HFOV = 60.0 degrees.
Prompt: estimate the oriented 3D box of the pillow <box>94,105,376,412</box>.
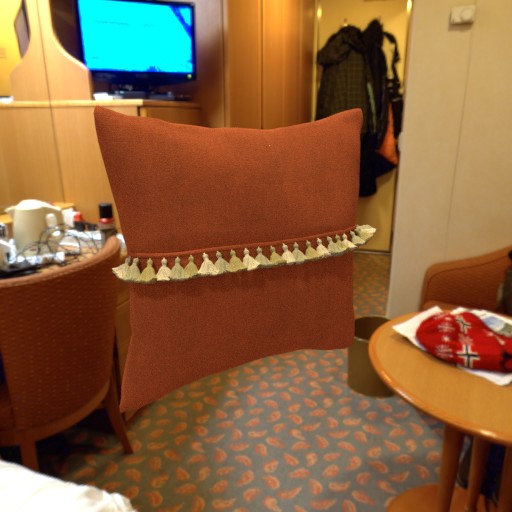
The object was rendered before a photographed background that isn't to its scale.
[{"bbox_3d":[0.000,0.000,0.755,0.490,0.482,0.165,-9,19,-27],"label":"pillow"}]
